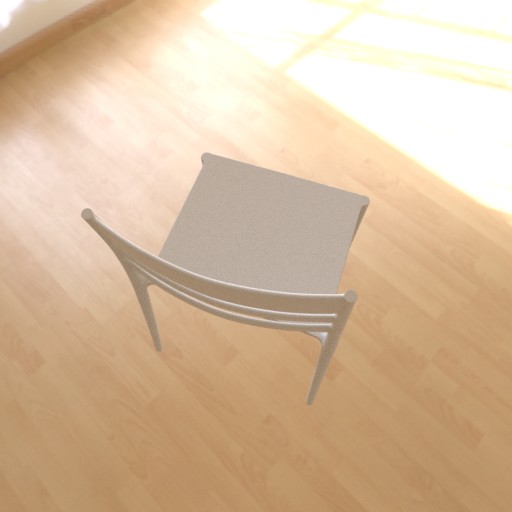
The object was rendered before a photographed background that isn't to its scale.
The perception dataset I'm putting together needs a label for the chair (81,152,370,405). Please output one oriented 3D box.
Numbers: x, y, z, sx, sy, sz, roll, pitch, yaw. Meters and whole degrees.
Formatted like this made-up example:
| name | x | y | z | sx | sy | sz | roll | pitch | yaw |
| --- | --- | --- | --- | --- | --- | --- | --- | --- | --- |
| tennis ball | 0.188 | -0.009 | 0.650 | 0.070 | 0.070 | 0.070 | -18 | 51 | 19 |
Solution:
| name | x | y | z | sx | sy | sz | roll | pitch | yaw |
| --- | --- | --- | --- | --- | --- | --- | --- | --- | --- |
| chair | 0.000 | 0.000 | 1.148 | 0.531 | 0.800 | 0.511 | 17 | 64 | 9 |
